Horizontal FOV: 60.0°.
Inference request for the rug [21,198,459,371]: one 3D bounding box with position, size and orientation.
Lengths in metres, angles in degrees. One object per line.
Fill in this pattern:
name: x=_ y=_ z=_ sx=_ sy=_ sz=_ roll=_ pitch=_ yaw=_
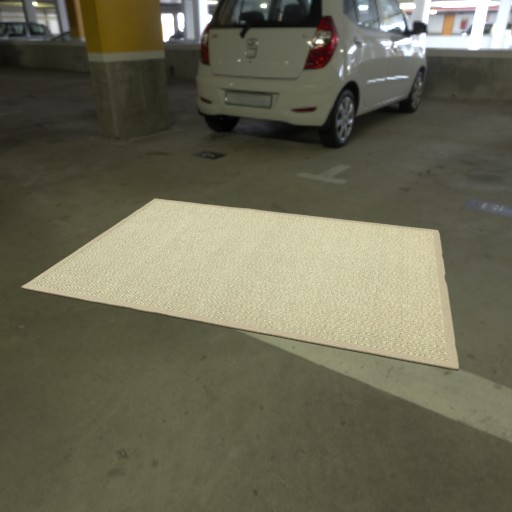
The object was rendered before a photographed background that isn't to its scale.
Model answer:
rug: x=0.000 y=0.000 z=2.840 sx=2.290 sy=0.021 sz=1.540 roll=8 pitch=28 yaw=15
